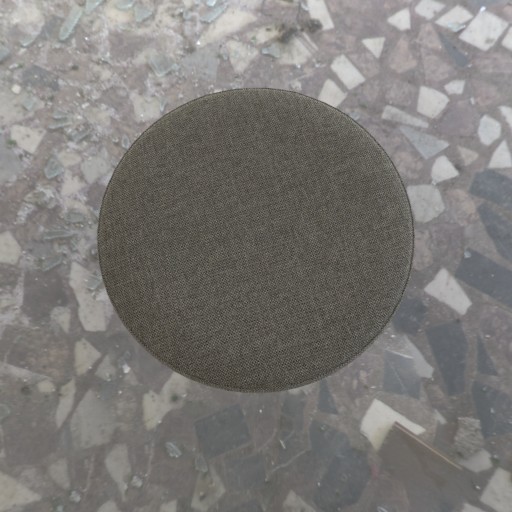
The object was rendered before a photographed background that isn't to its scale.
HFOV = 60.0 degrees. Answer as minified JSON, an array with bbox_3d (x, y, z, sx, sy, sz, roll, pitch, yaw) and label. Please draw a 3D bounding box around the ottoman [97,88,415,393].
[{"bbox_3d":[0.000,0.000,0.898,0.520,0.430,0.520,0,75,0],"label":"ottoman"}]
